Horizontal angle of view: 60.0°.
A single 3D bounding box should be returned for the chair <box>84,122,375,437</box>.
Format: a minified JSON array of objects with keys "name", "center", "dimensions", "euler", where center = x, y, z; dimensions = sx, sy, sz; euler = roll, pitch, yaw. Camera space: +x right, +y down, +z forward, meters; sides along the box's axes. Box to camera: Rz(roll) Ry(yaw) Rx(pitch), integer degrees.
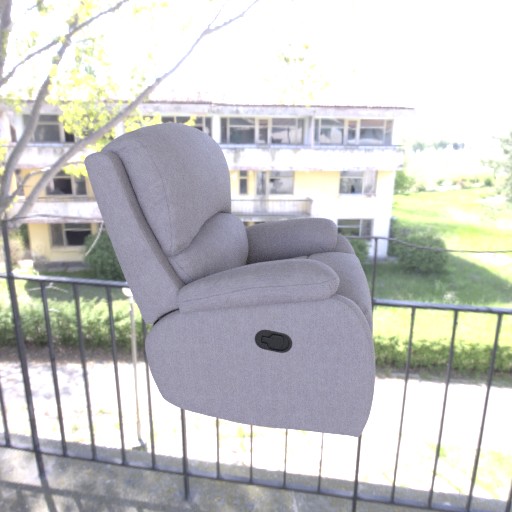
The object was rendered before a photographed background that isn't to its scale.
[{"name":"chair","center":[0.000,0.000,1.748],"dimensions":[0.899,1.011,0.930],"euler":[3,16,9]}]
